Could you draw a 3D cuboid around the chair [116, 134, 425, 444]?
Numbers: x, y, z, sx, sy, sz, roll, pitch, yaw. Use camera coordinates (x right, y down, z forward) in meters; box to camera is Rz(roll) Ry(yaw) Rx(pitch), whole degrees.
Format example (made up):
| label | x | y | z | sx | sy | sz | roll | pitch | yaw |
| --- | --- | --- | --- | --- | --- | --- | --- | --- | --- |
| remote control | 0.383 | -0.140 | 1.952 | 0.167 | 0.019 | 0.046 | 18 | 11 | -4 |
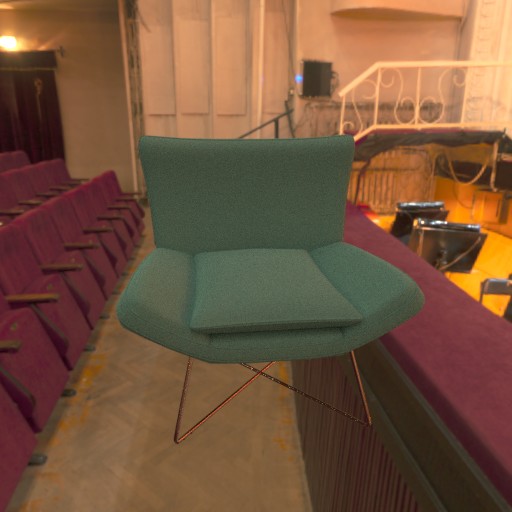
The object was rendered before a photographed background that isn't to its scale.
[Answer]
| label | x | y | z | sx | sy | sz | roll | pitch | yaw |
| --- | --- | --- | --- | --- | --- | --- | --- | --- | --- |
| chair | 0.000 | 0.000 | 1.644 | 0.859 | 0.855 | 1.008 | -2 | 17 | -7 |
